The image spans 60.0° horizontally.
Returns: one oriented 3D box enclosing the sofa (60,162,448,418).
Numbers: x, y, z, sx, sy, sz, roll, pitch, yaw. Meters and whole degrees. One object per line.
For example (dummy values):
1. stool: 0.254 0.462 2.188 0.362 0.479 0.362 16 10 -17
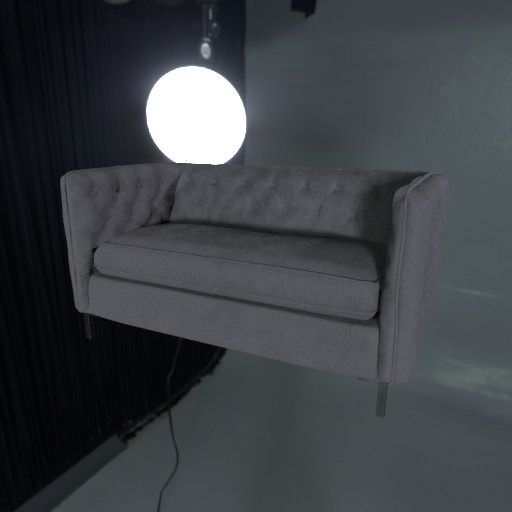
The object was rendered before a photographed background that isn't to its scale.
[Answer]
1. sofa: 0.000 0.000 2.106 1.583 0.810 0.909 8 17 25
